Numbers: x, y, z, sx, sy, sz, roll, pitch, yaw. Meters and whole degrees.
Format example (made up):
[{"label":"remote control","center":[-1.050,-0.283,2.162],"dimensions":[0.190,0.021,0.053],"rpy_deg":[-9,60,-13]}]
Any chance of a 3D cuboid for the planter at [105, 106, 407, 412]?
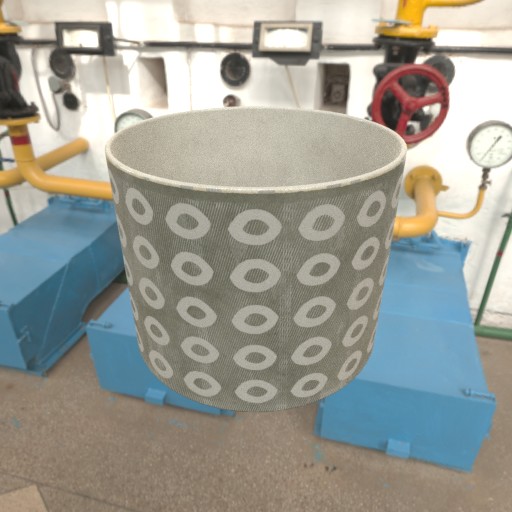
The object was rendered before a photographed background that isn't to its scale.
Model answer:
[{"label":"planter","center":[0.000,0.000,0.335],"dimensions":[0.190,0.181,0.190],"rpy_deg":[0,30,0]}]
